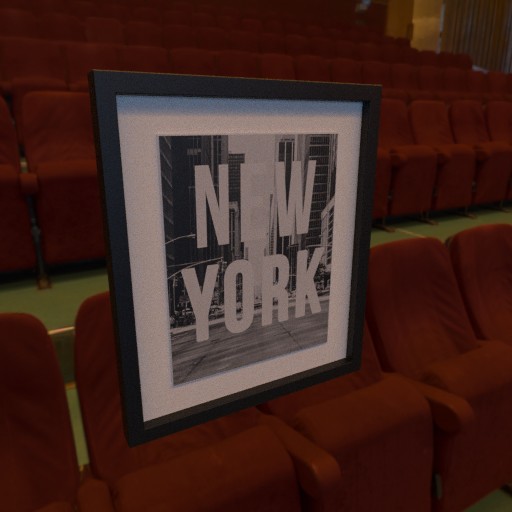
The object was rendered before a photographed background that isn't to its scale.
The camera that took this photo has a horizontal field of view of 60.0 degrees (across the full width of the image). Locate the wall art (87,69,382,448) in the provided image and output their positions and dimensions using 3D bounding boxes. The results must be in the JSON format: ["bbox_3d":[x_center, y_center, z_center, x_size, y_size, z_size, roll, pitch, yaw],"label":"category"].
[{"bbox_3d":[0.000,0.000,0.513,0.328,0.381,0.028,-9,19,-28],"label":"wall art"}]
